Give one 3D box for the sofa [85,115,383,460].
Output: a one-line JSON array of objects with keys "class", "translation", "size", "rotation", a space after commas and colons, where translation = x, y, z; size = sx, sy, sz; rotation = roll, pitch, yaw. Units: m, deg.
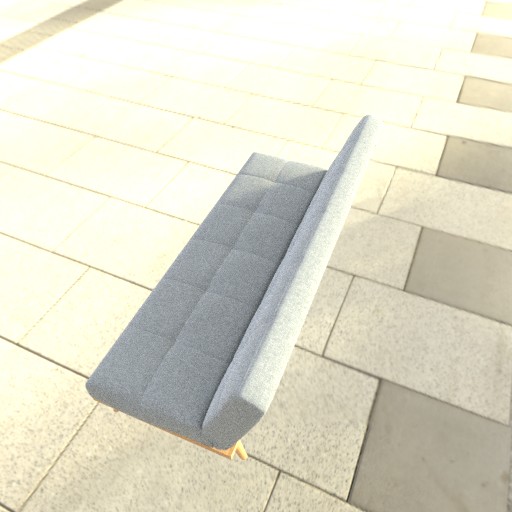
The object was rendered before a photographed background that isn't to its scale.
[{"class": "sofa", "translation": [0.000, 0.000, 2.249], "size": [0.800, 0.800, 1.820], "rotation": [17, 49, 15]}]
